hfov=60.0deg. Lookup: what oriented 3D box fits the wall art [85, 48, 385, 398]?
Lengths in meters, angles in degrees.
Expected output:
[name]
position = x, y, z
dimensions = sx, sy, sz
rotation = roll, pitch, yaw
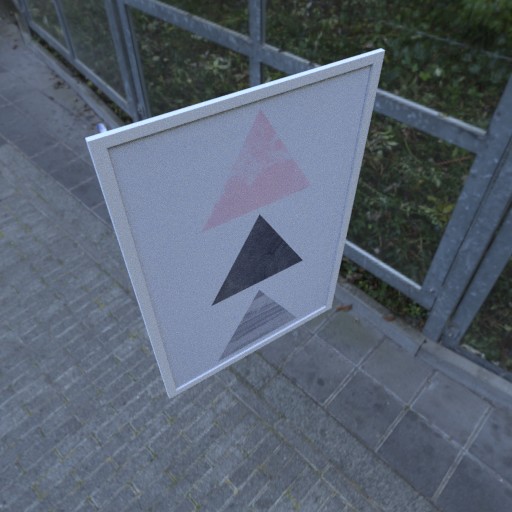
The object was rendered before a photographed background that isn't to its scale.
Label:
[wall art]
position = 0.000, 0.000, 1.189
dimensions = 0.659, 0.940, 0.013
rotation = -25, 52, -22
